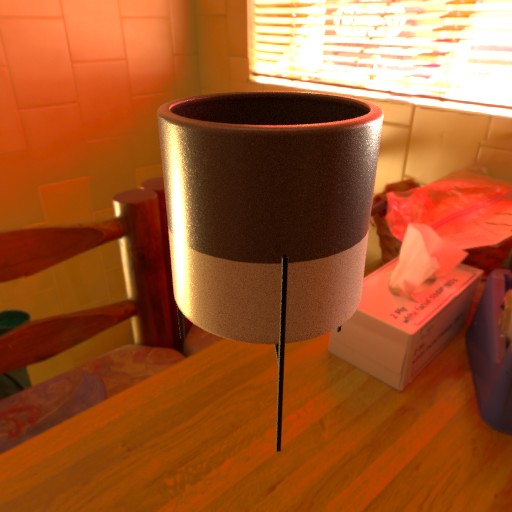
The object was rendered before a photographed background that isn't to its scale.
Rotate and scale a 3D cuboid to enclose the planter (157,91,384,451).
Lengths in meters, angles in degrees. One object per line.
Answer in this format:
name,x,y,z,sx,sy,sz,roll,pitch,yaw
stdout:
planter,0.000,0.000,0.543,0.260,0.353,0.250,9,29,17
